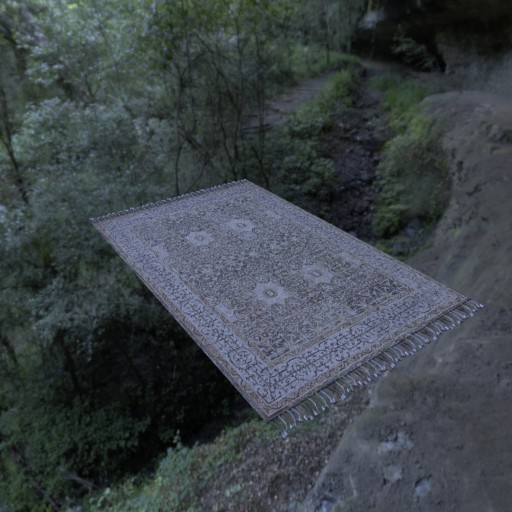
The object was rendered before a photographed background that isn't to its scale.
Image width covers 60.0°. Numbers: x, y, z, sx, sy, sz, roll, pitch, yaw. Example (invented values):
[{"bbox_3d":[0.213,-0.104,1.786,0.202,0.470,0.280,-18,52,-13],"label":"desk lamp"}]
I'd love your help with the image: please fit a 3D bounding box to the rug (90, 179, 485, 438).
[{"bbox_3d":[0.000,0.000,2.486,1.237,0.010,2.029,-20,37,-30],"label":"rug"}]
